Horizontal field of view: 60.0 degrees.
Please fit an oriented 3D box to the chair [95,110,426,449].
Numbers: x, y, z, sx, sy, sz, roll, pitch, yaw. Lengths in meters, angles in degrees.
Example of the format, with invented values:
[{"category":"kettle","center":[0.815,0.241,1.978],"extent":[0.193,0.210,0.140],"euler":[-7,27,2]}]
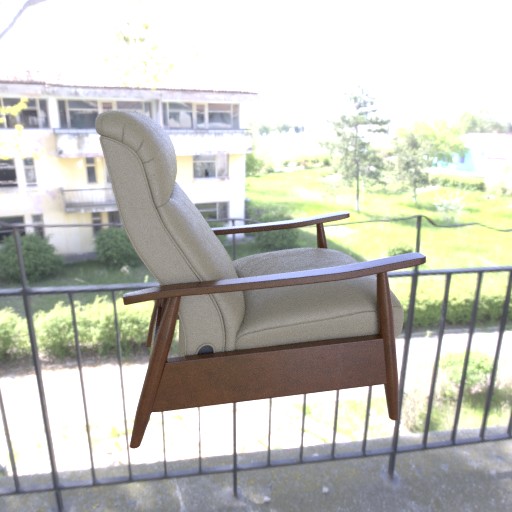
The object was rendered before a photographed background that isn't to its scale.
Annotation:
[{"category":"chair","center":[0.000,0.000,1.744],"extent":[1.014,1.082,0.762],"euler":[-3,17,-9]}]
